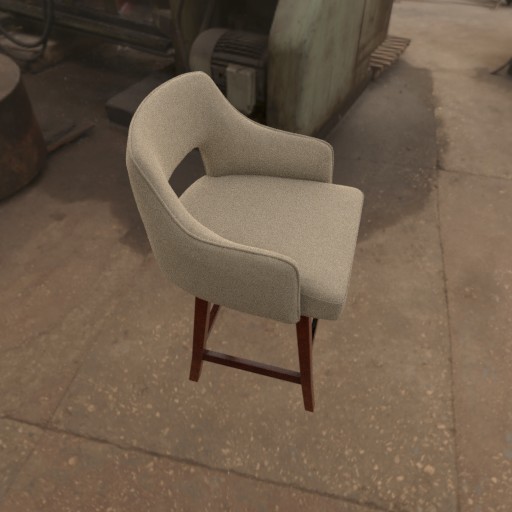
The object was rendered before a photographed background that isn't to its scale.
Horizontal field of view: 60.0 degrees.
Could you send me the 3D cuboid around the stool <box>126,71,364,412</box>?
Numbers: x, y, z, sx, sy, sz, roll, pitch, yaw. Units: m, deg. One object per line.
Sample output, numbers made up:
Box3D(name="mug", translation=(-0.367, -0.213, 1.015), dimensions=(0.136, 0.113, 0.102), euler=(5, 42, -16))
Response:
Box3D(name="stool", translation=(0.000, 0.000, 1.334), dimensions=(0.560, 0.936, 0.550), euler=(11, 46, 11))
